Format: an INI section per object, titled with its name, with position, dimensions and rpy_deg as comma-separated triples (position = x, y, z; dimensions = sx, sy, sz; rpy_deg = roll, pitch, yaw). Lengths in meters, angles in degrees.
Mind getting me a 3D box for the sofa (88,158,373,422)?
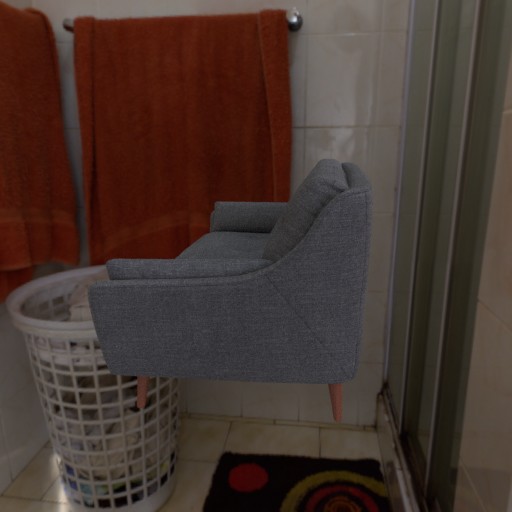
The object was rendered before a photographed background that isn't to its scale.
[sofa]
position = 0.000, 0.000, 2.182
dimensions = 0.976, 0.887, 1.646
rpy_deg = 2, 15, 9
